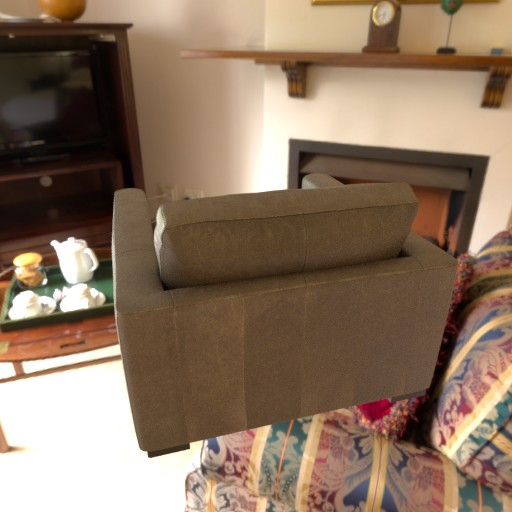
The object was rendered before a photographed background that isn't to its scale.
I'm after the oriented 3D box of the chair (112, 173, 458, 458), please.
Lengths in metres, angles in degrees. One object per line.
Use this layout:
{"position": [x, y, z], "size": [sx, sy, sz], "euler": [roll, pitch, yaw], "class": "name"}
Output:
{"position": [0.000, 0.000, 1.799], "size": [1.106, 0.807, 1.080], "euler": [-7, 27, -14], "class": "chair"}
